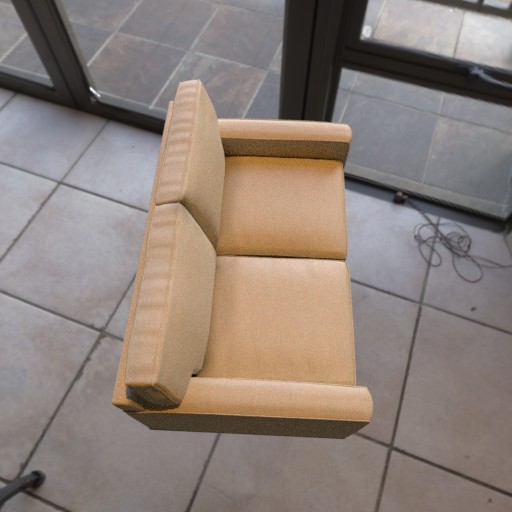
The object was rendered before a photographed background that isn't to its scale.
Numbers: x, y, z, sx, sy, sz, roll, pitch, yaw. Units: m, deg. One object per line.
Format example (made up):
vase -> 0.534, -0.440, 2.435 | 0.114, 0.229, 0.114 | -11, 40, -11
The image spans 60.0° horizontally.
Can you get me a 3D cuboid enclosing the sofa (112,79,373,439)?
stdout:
sofa -> 0.000, 0.000, 2.082 | 0.942, 0.853, 1.484 | 2, 62, 1
